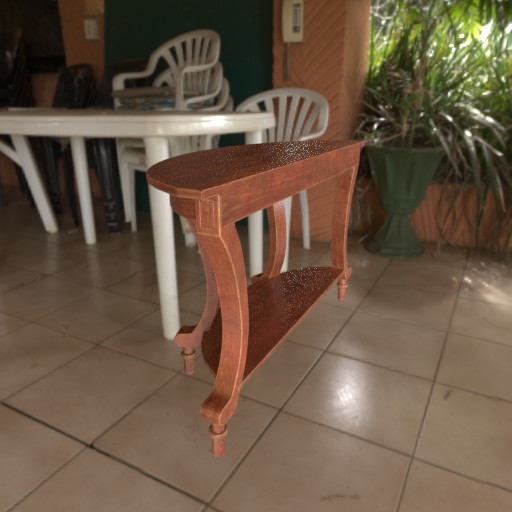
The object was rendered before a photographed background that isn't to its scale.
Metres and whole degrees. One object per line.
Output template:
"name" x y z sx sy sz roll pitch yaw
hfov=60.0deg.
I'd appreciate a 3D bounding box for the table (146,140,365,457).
"table" 0.000 0.000 1.534 0.394 0.699 1.198 10 22 26
